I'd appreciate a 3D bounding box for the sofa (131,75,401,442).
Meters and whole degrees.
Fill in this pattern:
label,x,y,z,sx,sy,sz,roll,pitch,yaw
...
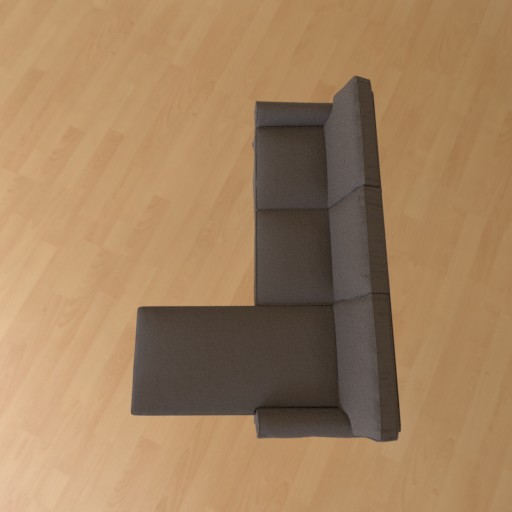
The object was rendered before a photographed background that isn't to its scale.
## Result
label,x,y,z,sx,sy,sz,roll,pitch,yaw
sofa,0.000,0.000,3.236,1.733,0.978,2.475,0,75,0
